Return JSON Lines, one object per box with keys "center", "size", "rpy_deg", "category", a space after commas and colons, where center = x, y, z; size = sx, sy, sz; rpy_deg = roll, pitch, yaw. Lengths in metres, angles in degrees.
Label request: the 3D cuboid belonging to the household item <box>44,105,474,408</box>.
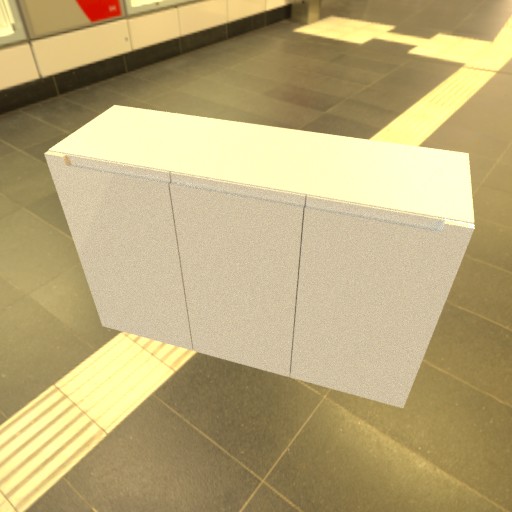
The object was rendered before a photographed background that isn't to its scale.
{"center": [0.000, 0.000, 1.706], "size": [1.300, 0.867, 0.420], "rpy_deg": [12, 42, 14], "category": "household item"}
